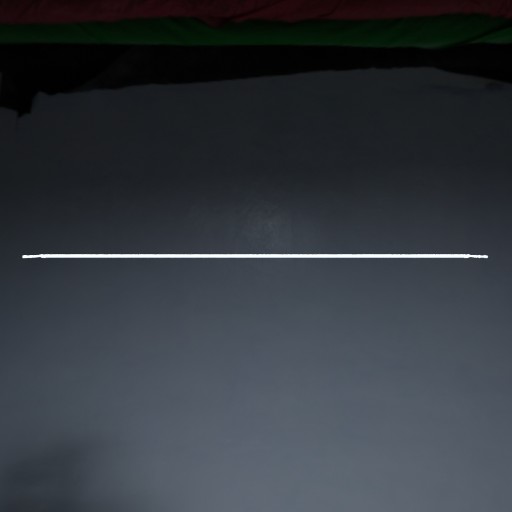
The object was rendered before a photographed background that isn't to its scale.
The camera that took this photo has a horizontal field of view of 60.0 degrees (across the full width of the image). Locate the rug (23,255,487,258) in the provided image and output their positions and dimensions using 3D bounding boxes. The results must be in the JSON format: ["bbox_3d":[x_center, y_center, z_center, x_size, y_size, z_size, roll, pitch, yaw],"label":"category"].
[{"bbox_3d":[0.000,0.000,2.360,1.872,0.013,1.243,0,0,2],"label":"rug"}]
